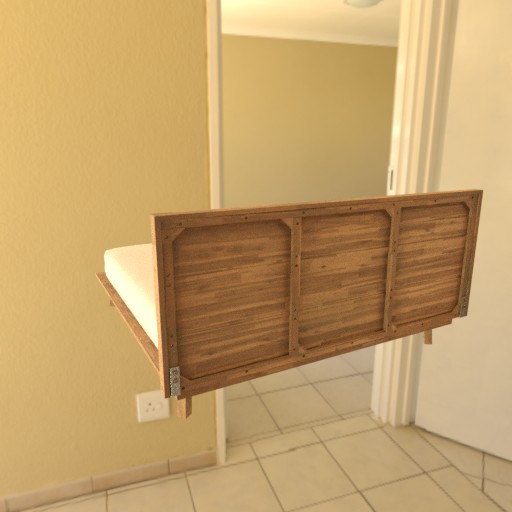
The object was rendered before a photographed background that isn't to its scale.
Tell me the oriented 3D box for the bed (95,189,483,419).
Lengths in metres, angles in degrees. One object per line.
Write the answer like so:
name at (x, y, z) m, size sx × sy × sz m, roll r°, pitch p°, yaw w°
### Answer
bed at (0.000, 0.000, 3.380) m, size 2.116 × 1.100 × 2.167 m, roll -8°, pitch 17°, yaw -27°
